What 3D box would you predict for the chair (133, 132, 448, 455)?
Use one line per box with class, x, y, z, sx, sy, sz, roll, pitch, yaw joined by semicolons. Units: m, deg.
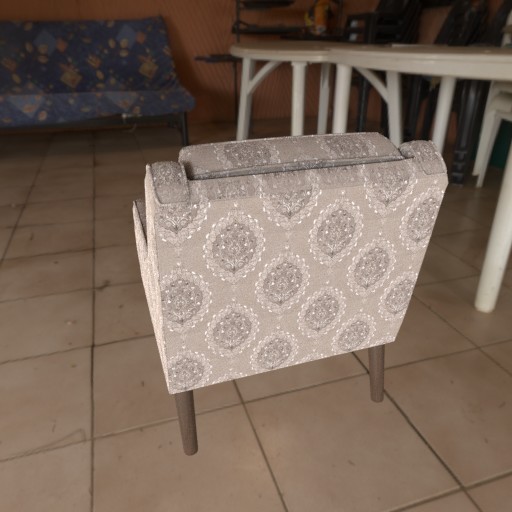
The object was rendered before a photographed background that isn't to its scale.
chair;0.000;0.000;1.339;0.665;0.797;0.750;-9;28;-17
